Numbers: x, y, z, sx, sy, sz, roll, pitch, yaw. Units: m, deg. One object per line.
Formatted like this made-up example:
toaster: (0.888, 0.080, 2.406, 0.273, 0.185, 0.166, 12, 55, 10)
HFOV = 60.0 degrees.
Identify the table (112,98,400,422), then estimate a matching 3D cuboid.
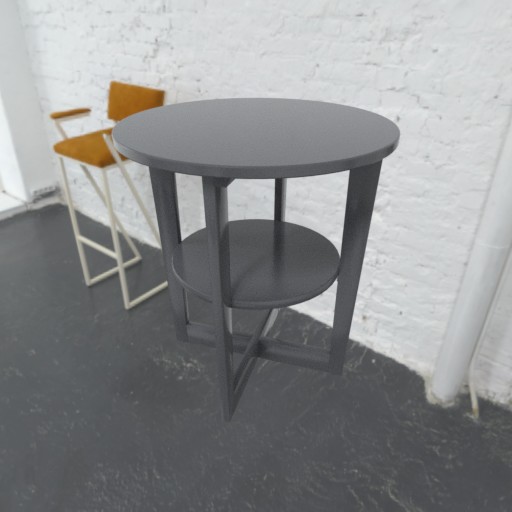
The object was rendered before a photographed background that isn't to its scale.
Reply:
table: (0.000, 0.000, 0.932, 0.500, 0.550, 0.500, 0, 29, 0)
